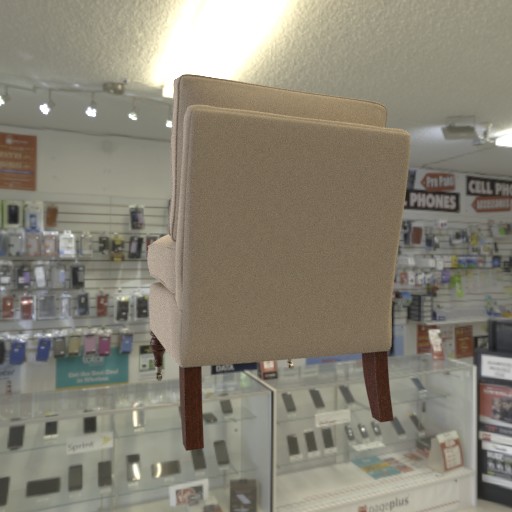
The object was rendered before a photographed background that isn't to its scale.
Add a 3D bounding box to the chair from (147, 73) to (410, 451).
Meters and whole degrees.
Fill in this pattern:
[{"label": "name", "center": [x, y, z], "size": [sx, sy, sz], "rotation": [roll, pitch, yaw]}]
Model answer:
[{"label": "chair", "center": [0.000, 0.000, 1.648], "size": [0.724, 1.052, 0.912], "rotation": [0, -1, -20]}]
